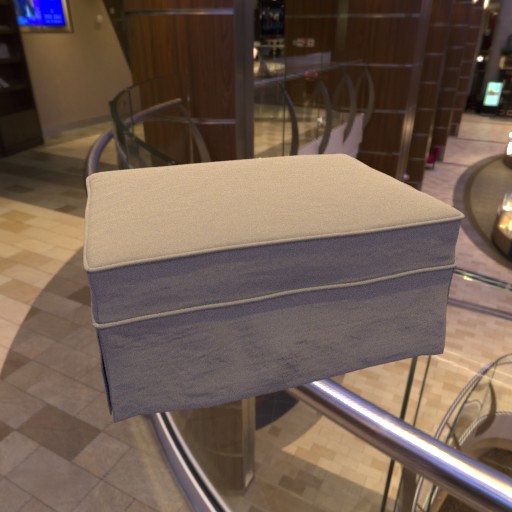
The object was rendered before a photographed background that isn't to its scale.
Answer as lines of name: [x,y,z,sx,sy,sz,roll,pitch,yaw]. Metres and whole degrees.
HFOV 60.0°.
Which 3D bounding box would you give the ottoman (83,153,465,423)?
ottoman: [0.000,0.000,1.321,0.944,0.479,0.703,-8,28,-16]
